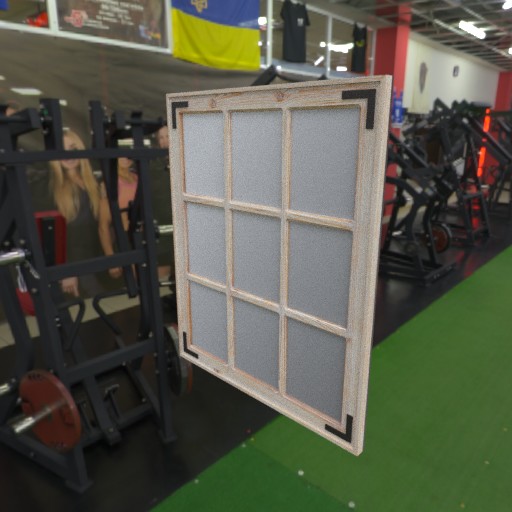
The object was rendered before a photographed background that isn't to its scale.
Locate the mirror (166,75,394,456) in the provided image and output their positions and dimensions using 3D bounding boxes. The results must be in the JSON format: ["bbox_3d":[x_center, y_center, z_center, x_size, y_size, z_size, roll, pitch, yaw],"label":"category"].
[{"bbox_3d":[0.000,0.000,1.233,0.730,0.882,0.032,15,22,42],"label":"mirror"}]
